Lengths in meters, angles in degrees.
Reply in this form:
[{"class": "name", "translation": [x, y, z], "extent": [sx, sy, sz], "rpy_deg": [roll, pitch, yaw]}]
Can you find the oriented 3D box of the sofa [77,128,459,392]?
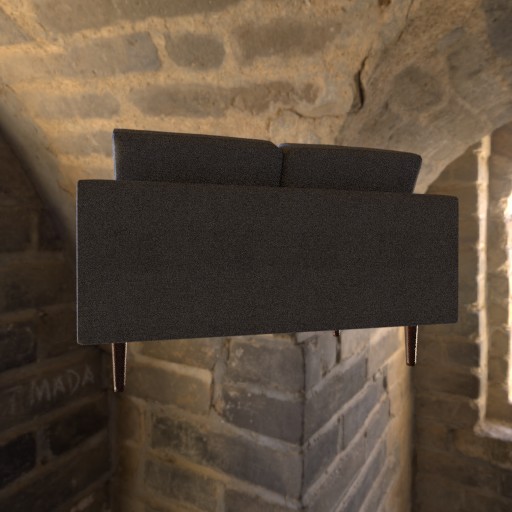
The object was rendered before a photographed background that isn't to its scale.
[{"class": "sofa", "translation": [0.000, 0.000, 2.139], "extent": [1.527, 0.973, 0.969], "rpy_deg": [0, 1, -17]}]
